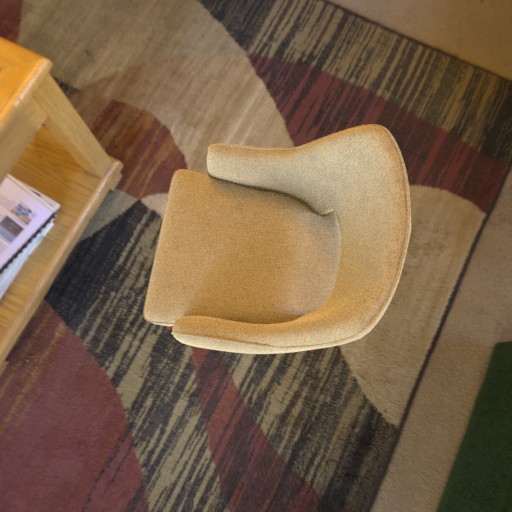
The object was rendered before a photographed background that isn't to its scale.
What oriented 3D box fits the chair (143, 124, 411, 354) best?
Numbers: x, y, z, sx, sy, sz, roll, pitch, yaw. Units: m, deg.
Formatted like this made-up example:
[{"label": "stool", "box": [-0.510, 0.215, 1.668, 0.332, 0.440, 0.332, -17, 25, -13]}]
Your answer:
[{"label": "chair", "box": [0.000, 0.000, 1.250, 0.605, 0.849, 0.548, 9, 77, 2]}]
